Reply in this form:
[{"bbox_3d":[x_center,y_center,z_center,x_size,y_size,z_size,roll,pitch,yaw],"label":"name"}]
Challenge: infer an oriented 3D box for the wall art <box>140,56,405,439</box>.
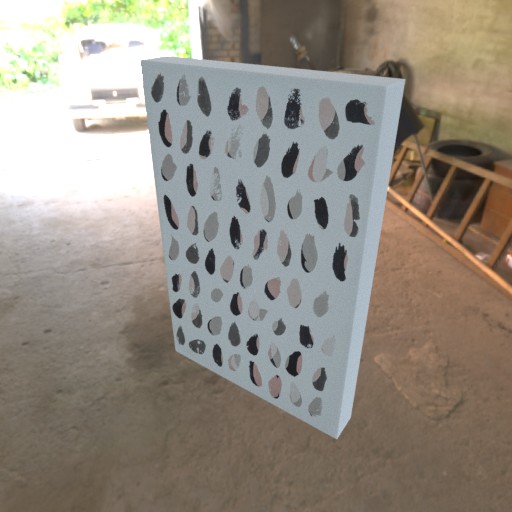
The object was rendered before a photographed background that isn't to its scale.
[{"bbox_3d":[0.000,0.000,0.484,0.252,0.381,0.039,20,36,30],"label":"wall art"}]
